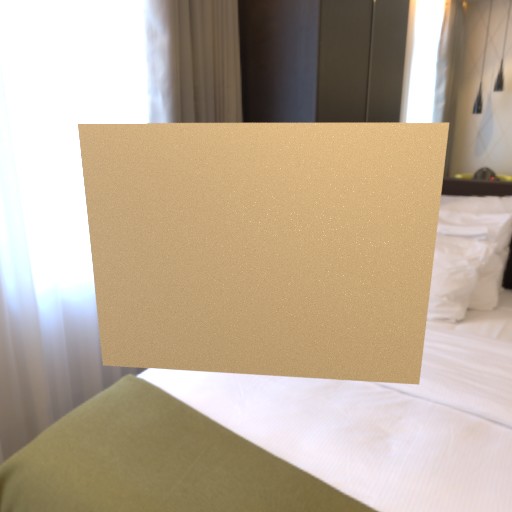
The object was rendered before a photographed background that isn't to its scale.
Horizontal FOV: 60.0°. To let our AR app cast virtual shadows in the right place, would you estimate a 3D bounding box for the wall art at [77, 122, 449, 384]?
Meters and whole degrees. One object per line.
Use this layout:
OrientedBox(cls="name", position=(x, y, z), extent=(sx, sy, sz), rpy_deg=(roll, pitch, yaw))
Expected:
OrientedBox(cls="wall art", position=(0.000, 0.000, 1.394), extent=(1.056, 0.801, 0.066), rpy_deg=(2, 16, 6))
